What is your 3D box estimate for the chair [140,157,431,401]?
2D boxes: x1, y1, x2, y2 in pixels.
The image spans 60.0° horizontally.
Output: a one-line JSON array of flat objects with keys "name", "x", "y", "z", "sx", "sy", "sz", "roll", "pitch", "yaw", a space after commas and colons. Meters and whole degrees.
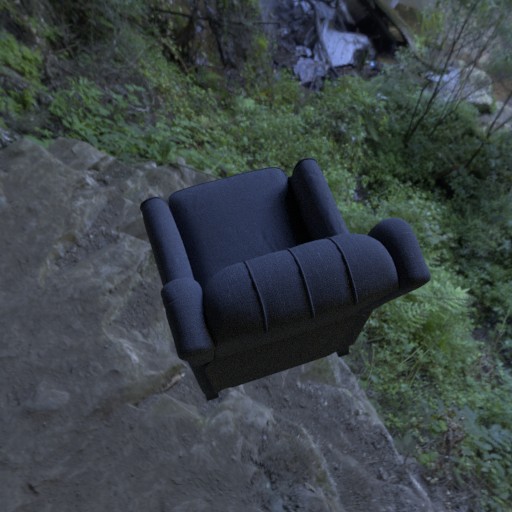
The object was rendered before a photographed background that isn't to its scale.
[{"name": "chair", "x": 0.000, "y": 0.000, "z": 1.672, "sx": 0.742, "sy": 1.035, "sz": 0.898, "roll": -16, "pitch": 62, "yaw": -9}]
